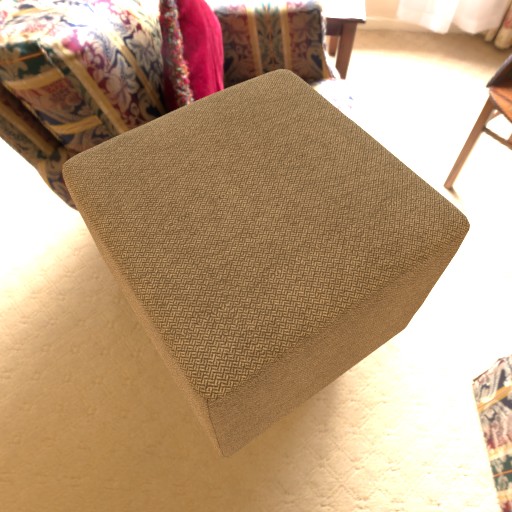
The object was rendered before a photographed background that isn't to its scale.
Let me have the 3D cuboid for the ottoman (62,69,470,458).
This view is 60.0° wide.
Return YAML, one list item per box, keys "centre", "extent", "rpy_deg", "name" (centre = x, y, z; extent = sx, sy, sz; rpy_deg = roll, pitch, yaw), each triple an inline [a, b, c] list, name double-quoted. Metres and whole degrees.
- centre: [0.000, 0.000, 0.898]
  extent: [0.512, 0.453, 0.519]
  rpy_deg: [-30, 62, -18]
  name: "ottoman"
